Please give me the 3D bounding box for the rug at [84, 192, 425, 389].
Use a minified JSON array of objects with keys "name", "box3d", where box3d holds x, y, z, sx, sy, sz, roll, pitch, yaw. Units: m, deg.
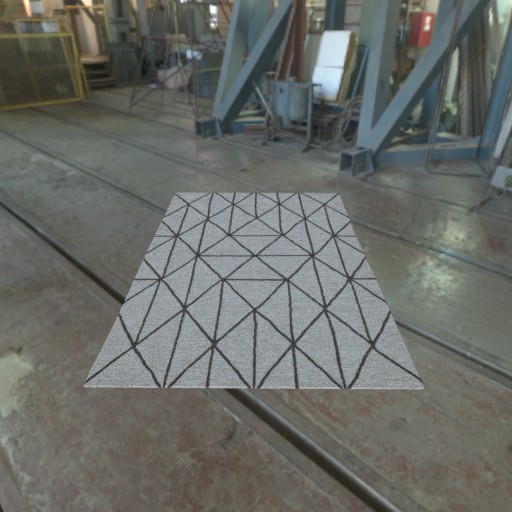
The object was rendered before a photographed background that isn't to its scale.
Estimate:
[{"name":"rug","box3d":[0.000,0.000,3.059,1.526,0.008,2.465,0,29,0]}]
